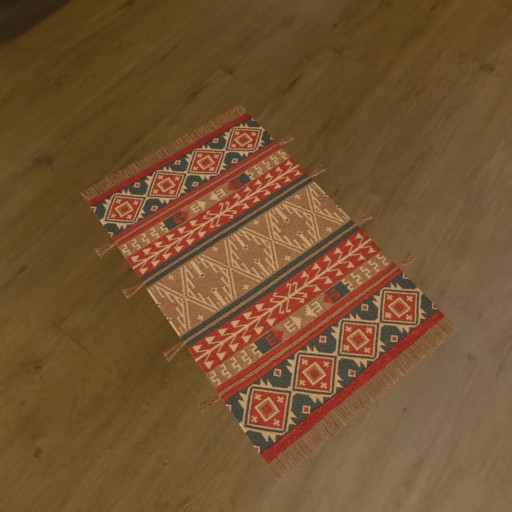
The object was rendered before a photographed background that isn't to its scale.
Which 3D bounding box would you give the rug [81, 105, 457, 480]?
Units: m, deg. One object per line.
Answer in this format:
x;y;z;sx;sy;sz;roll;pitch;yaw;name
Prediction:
0.000;0.000;2.571;1.469;0.040;2.025;-34;69;-15;rug
